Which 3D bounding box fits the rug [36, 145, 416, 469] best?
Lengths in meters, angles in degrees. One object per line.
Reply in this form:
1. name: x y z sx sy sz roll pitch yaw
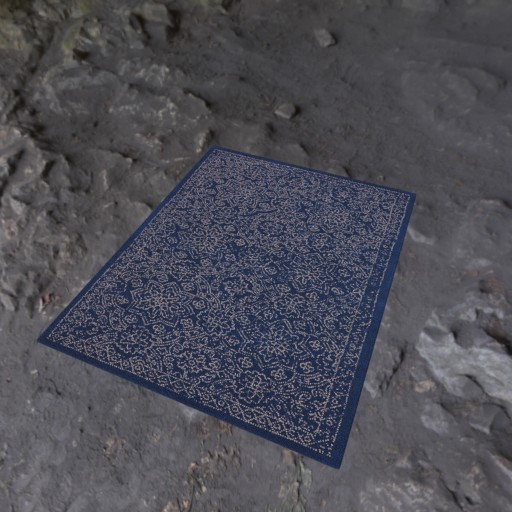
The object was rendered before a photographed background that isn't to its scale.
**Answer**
1. rug: 0.000 0.000 4.095 2.438 0.010 3.048 17 48 16
